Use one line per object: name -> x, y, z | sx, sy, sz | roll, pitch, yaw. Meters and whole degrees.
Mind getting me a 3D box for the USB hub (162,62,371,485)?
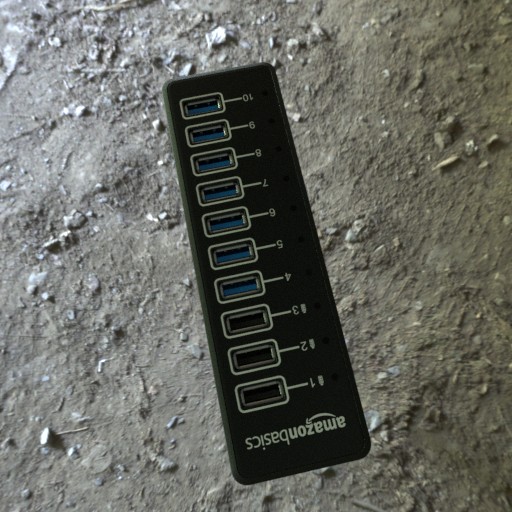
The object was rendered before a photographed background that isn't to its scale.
USB hub -> 0.000, 0.000, 0.163 | 0.044, 0.023, 0.145 | -12, 76, -3
